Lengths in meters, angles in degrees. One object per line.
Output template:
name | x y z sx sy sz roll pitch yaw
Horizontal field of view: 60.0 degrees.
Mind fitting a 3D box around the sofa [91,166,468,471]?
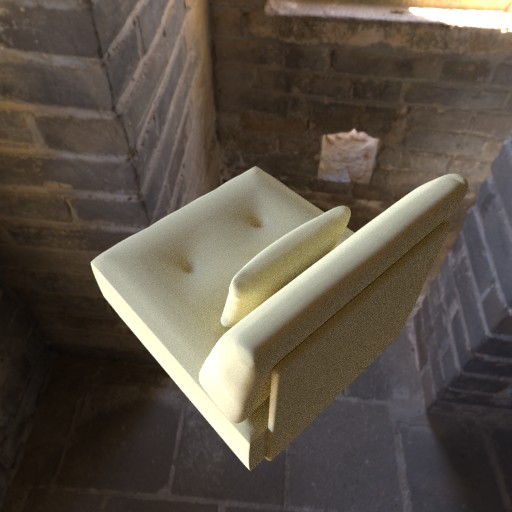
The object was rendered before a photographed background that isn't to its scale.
sofa | 0.000 0.000 1.670 0.930 0.820 1.000 -34 57 -26
